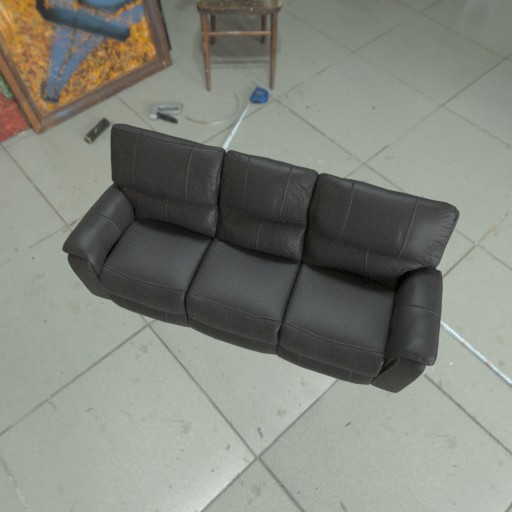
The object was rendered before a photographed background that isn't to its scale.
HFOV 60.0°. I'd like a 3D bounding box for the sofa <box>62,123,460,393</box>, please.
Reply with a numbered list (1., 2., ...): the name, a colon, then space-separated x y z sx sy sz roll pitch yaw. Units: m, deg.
1. sofa: 0.000 0.000 3.248 2.627 1.134 1.104 16 59 10
